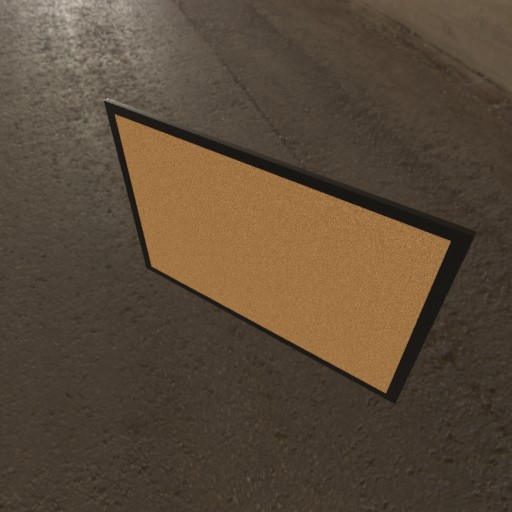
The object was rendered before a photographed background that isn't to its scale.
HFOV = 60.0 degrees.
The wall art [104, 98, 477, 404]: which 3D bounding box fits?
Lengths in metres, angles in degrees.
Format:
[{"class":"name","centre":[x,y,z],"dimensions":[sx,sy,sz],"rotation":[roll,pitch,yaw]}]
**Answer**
[{"class":"wall art","centre":[0.000,0.000,1.042],"dimensions":[0.819,0.552,0.015],"rotation":[25,50,23]}]
